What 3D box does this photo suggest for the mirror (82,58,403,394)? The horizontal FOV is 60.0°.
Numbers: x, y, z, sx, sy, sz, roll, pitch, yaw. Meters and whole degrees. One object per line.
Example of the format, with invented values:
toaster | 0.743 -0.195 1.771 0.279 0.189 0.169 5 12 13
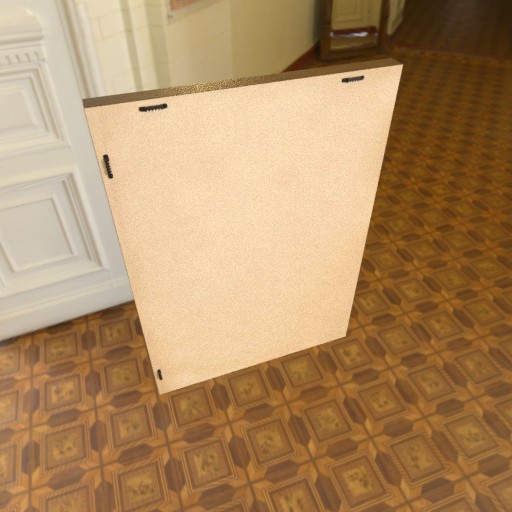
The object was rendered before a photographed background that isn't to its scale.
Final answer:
mirror | 0.000 0.000 0.909 0.508 0.711 0.039 -14 43 -15
